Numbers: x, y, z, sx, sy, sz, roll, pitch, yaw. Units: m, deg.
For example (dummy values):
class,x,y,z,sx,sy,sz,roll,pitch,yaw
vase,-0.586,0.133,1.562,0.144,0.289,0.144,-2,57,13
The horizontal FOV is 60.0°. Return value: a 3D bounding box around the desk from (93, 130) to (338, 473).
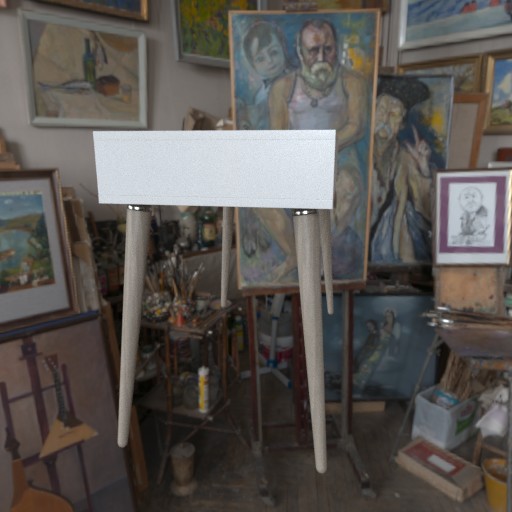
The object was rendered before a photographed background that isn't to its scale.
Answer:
class,x,y,z,sx,sy,sz,roll,pitch,yaw
desk,0.000,0.000,1.382,0.491,0.723,0.979,3,14,10
